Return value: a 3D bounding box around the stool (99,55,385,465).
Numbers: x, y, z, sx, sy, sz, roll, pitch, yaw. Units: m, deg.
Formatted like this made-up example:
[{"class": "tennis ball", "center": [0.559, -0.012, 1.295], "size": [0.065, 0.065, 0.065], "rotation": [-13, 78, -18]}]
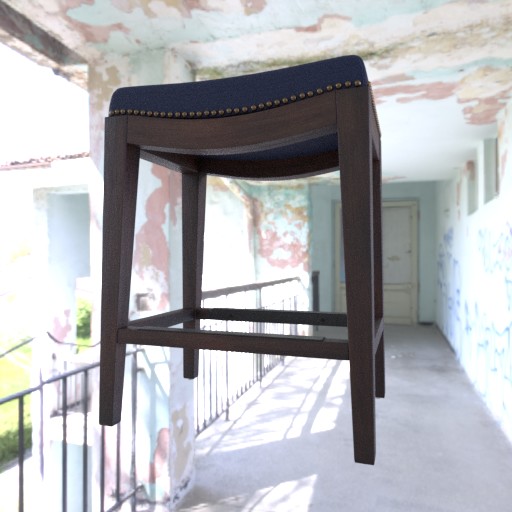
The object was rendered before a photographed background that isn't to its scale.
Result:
[{"class": "stool", "center": [0.000, 0.000, 0.918], "size": [0.500, 0.642, 0.361], "rotation": [0, 0, 19]}]
